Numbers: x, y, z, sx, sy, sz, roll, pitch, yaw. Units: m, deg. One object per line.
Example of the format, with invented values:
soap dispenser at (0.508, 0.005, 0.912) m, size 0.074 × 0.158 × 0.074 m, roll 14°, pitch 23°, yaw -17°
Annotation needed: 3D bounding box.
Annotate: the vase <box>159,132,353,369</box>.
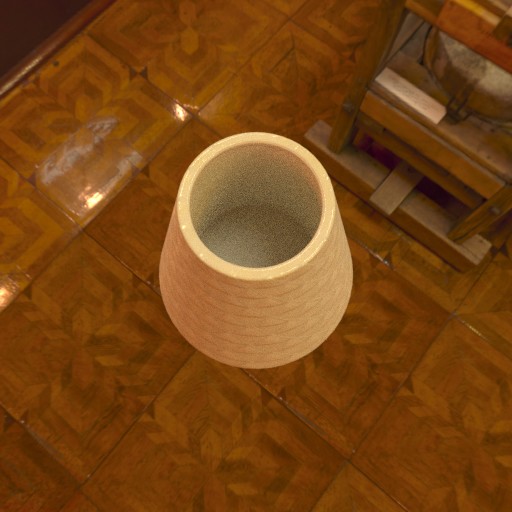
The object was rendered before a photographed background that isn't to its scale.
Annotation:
vase at (0.000, 0.000, 0.355) m, size 0.175 × 0.230 × 0.175 m, roll 0°, pitch 75°, yaw 0°
